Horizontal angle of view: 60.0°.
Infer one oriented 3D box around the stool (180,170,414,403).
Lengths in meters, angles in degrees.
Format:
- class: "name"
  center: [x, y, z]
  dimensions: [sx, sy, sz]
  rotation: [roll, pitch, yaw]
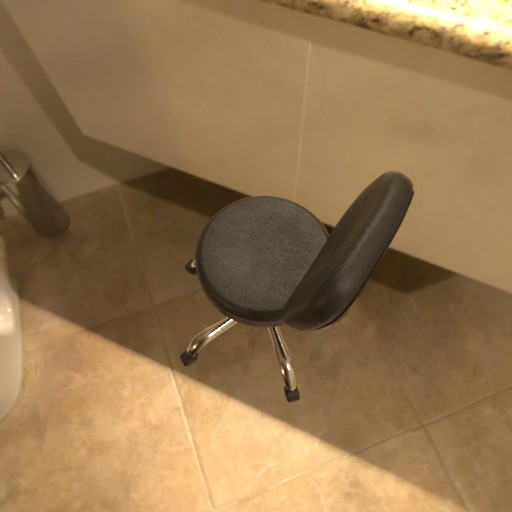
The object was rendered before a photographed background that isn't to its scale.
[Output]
- class: "stool"
  center: [0.000, 0.000, 1.333]
  dimensions: [0.648, 0.862, 0.673]
  rotation: [29, 67, 14]
